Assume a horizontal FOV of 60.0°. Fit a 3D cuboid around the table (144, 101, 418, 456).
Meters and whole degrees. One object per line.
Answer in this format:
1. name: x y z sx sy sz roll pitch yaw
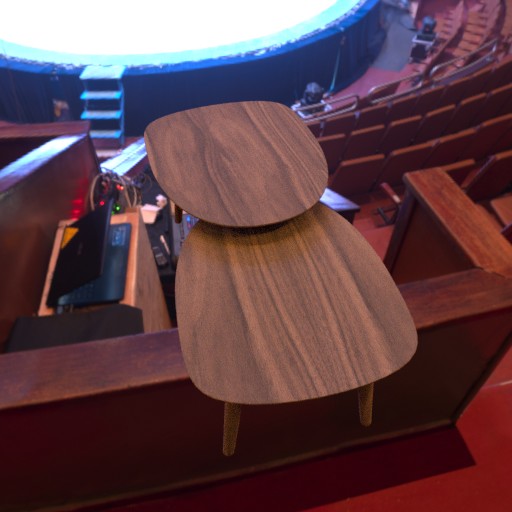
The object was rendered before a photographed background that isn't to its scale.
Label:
1. table: 0.000 0.000 1.339 0.527 0.429 1.084 -11 47 -10
